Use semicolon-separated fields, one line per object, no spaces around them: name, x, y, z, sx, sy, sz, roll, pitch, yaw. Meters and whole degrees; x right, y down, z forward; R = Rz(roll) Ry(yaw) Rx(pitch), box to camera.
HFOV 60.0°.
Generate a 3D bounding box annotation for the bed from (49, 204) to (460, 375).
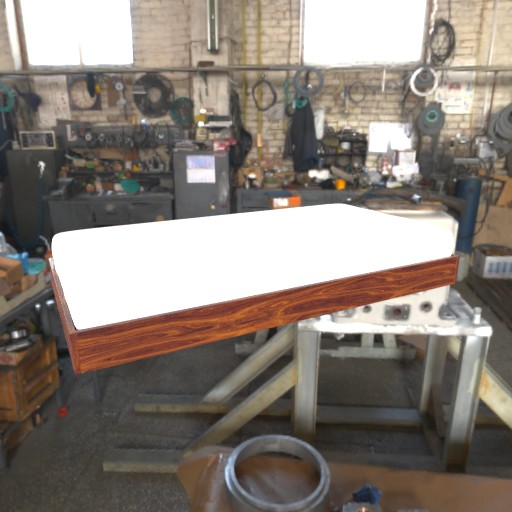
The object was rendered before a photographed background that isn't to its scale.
bed;0.000;0.000;2.244;1.860;0.312;0.940;-9;19;-27
